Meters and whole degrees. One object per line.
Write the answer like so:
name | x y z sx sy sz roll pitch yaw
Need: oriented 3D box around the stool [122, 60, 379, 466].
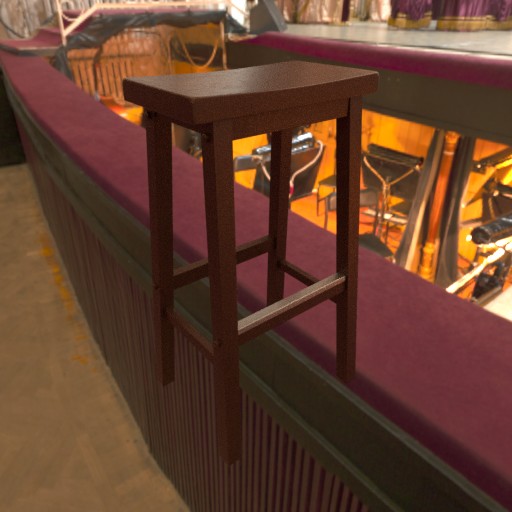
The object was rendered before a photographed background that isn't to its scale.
stool | 0.000 0.000 0.971 0.406 0.742 0.322 -22 37 -33
